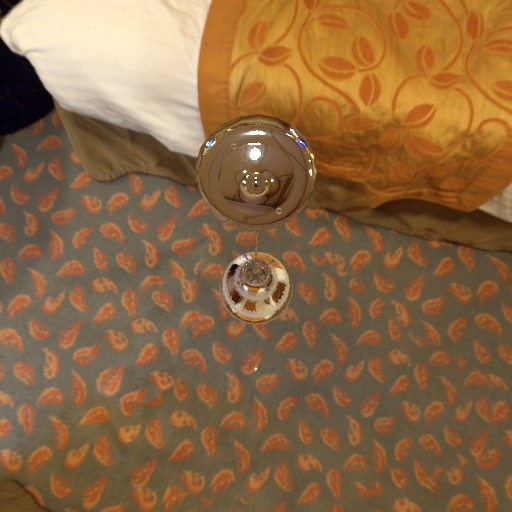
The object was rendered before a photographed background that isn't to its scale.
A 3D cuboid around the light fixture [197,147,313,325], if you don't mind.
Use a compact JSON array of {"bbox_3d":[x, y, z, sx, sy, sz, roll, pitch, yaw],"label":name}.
[{"bbox_3d":[0.000,0.000,1.616,0.374,1.457,0.374,-32,78,-8],"label":"light fixture"}]
